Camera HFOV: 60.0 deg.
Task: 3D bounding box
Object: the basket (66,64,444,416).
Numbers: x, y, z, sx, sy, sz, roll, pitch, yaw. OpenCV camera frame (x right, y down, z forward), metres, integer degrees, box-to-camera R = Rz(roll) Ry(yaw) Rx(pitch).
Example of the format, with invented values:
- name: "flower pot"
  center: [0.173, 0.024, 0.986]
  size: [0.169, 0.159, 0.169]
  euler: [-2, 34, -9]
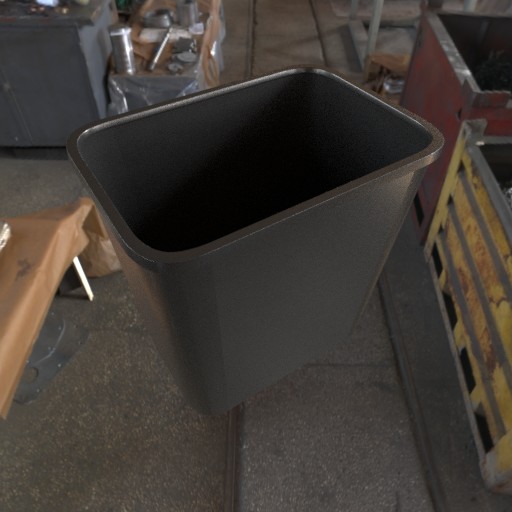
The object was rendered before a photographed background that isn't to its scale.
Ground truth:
- name: "basket"
  center: [0.000, 0.000, 0.505]
  size: [0.300, 0.307, 0.211]
  euler: [-25, 51, -22]
